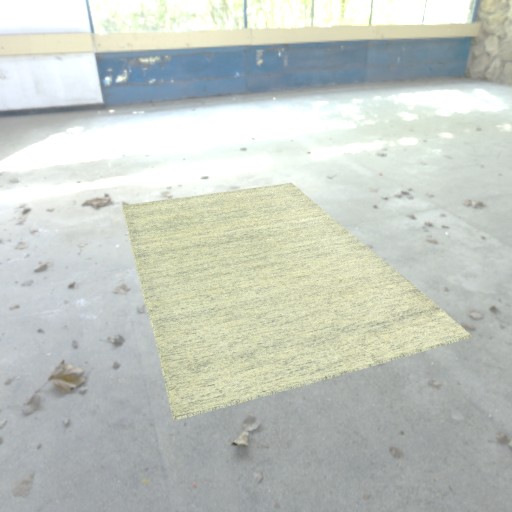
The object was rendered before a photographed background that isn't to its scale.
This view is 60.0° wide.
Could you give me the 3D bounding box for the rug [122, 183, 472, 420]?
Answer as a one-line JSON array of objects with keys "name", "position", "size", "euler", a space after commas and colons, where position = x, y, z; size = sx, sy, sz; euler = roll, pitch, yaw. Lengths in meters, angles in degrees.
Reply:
[{"name": "rug", "position": [0.000, 0.000, 2.383], "size": [1.243, 0.014, 1.846], "euler": [-10, 32, -17]}]
